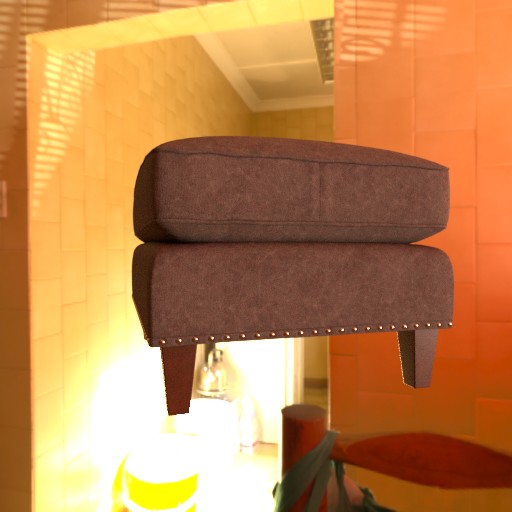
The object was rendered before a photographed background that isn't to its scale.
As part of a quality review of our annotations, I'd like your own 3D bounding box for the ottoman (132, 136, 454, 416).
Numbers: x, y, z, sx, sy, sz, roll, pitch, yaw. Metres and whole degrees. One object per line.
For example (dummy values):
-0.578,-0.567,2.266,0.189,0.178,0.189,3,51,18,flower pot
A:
0.000,0.000,1.117,0.584,0.513,0.741,0,1,-18,ottoman
